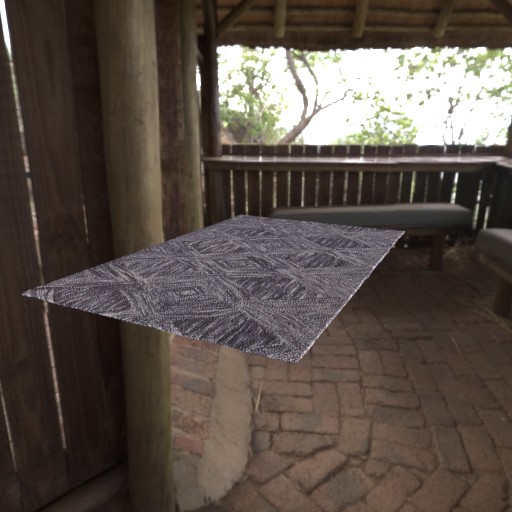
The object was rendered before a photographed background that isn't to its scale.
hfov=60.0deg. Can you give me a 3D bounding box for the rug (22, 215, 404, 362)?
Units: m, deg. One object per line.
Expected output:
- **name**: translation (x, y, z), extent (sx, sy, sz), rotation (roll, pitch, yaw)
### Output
- **rug**: translation (0.000, 0.000, 2.284), extent (1.186, 0.012, 1.814), rotation (8, 18, 26)
